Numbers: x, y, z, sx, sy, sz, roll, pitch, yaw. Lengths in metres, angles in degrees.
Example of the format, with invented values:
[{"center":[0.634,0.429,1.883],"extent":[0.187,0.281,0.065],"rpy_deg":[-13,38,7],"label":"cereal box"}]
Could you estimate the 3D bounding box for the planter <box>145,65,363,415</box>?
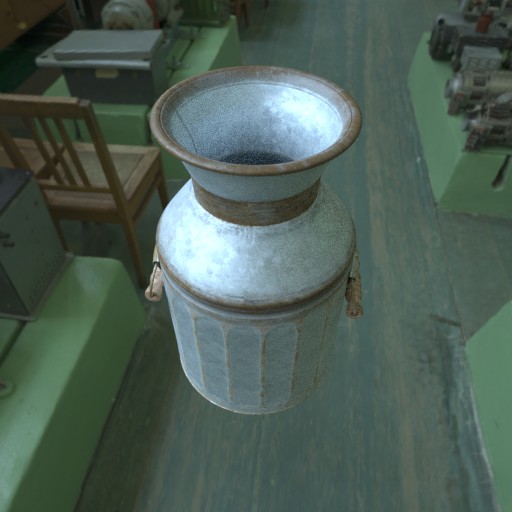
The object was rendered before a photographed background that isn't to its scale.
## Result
[{"center":[0.000,0.000,0.502],"extent":[0.248,0.358,0.215],"rpy_deg":[5,47,4],"label":"planter"}]
